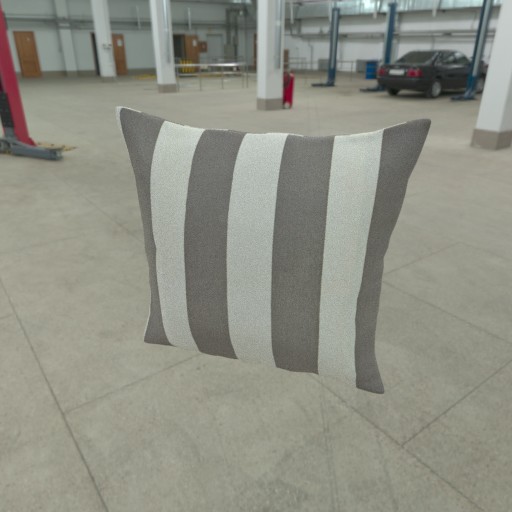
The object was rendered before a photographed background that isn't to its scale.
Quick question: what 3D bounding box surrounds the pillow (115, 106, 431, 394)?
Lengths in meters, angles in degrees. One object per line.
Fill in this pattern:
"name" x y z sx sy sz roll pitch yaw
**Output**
"pillow" 0.000 0.000 0.808 0.522 0.507 0.192 8 26 16
